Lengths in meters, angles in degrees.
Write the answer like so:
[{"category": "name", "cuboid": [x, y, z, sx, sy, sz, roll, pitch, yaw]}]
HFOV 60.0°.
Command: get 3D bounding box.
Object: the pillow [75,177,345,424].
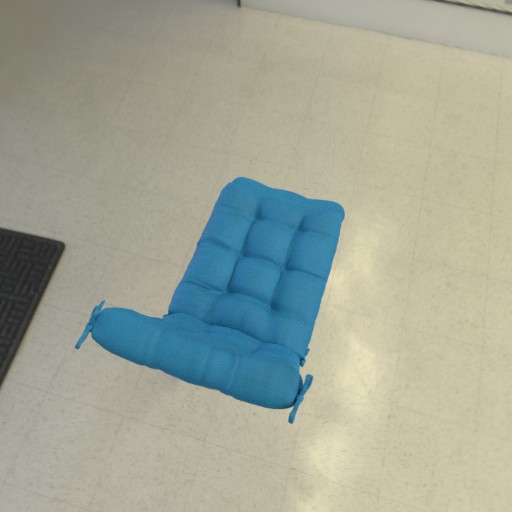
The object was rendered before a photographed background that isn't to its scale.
[{"category": "pillow", "cuboid": [0.000, 0.000, 1.478, 0.526, 0.863, 1.016, 17, 66, 8]}]
